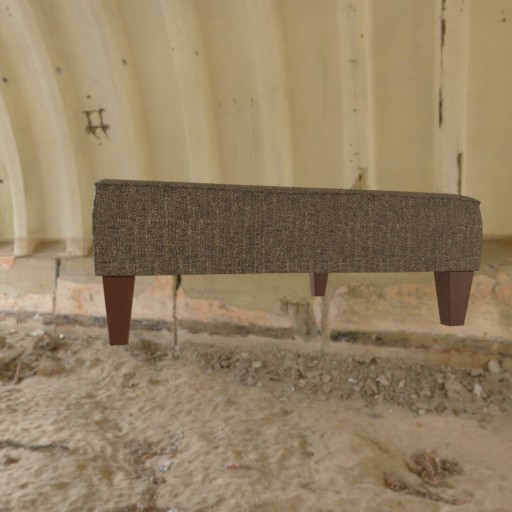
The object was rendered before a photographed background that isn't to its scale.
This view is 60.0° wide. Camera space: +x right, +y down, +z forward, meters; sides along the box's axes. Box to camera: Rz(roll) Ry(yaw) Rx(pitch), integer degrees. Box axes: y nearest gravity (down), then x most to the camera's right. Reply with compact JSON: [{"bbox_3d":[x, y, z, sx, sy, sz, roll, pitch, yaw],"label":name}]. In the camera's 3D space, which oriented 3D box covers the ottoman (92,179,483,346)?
[{"bbox_3d":[0.000,0.000,1.515,1.016,0.379,0.981,0,0,-17],"label":"ottoman"}]
